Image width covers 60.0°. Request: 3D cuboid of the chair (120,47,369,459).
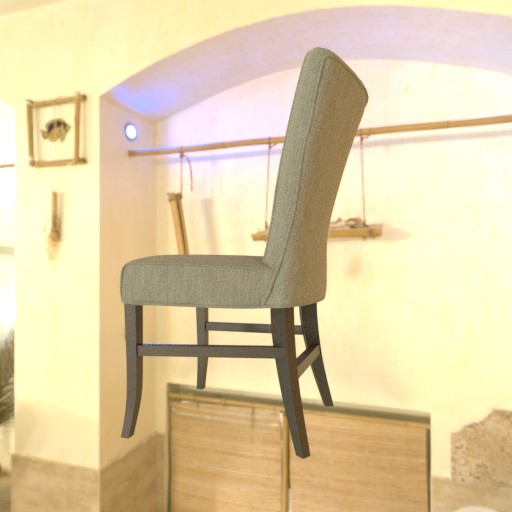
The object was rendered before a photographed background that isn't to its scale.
[{"bbox_3d":[0.000,0.000,1.344,0.660,0.991,0.520,0,0,19],"label":"chair"}]
